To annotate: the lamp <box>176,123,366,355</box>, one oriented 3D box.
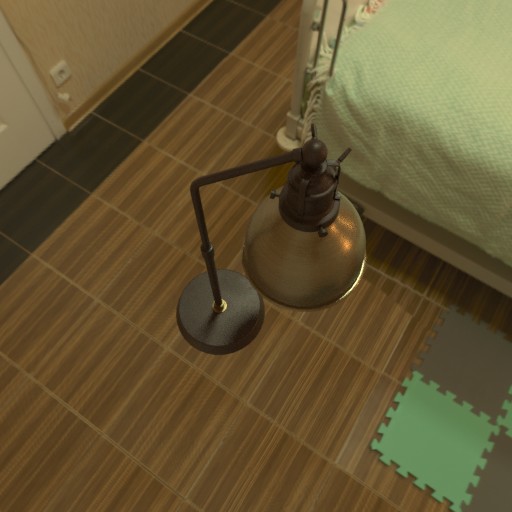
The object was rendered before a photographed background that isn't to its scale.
[{"bbox_3d":[0.000,0.000,0.618,0.298,0.469,0.175,4,64,2],"label":"lamp"}]
